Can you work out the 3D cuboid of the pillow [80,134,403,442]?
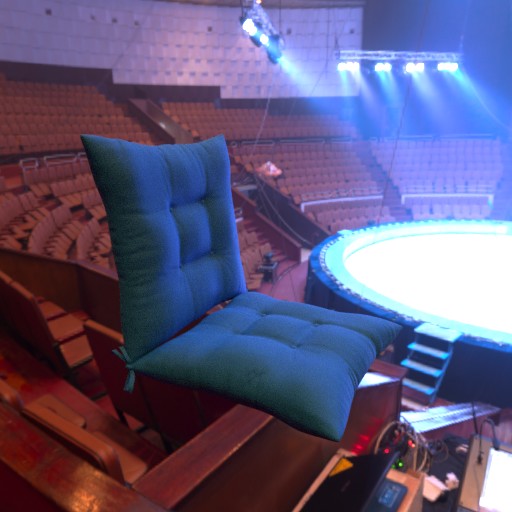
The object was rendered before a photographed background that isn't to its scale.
[{"bbox_3d":[0.000,0.000,1.005,0.585,0.536,0.541,8,17,28],"label":"pillow"}]
